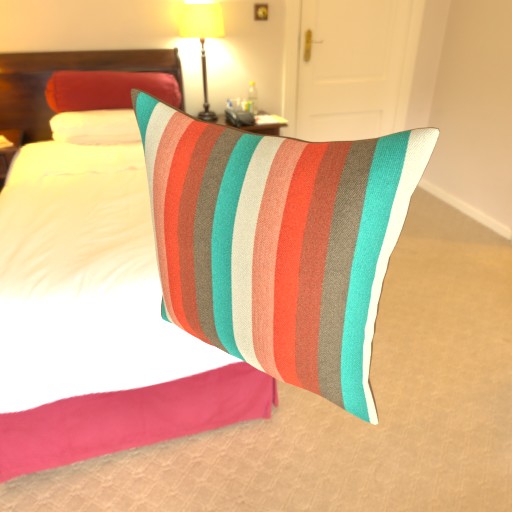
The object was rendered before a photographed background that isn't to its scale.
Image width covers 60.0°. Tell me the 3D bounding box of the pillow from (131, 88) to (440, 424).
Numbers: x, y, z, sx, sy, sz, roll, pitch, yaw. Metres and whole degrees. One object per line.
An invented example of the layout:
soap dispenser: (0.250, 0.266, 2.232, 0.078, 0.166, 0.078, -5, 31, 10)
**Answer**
pillow: (0.000, 0.000, 0.669, 0.453, 0.443, 0.168, 19, 35, 29)
